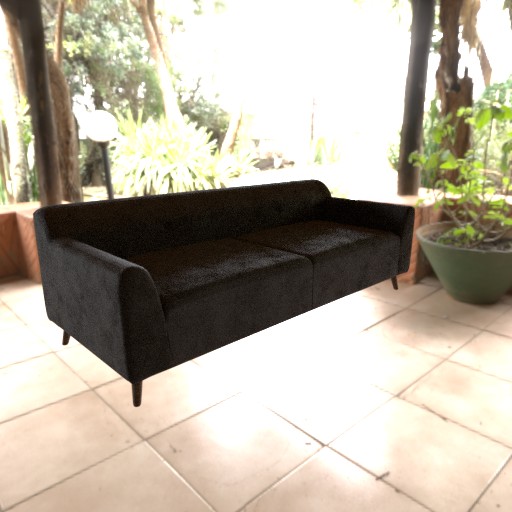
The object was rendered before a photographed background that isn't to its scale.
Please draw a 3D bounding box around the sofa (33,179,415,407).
[{"bbox_3d":[0.000,0.000,2.670,2.190,0.740,0.900,-14,21,-42],"label":"sofa"}]
